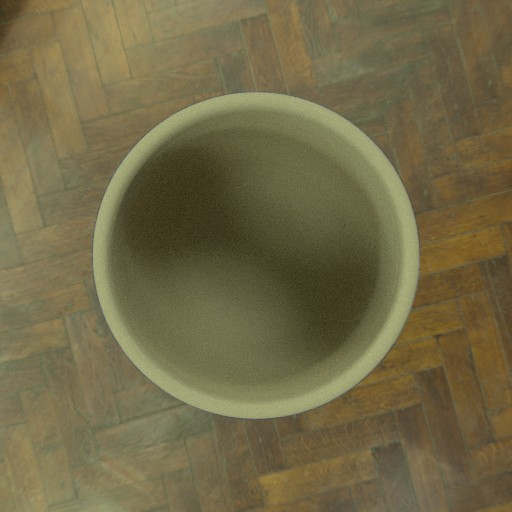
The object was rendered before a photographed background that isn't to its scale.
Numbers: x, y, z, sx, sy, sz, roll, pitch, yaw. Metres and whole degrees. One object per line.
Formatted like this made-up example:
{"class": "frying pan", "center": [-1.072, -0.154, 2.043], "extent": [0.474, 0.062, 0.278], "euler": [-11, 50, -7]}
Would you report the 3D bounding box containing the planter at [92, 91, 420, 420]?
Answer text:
{"class": "planter", "center": [0.000, 0.000, 0.292], "extent": [0.165, 0.149, 0.165], "euler": [0, 90, 0]}
